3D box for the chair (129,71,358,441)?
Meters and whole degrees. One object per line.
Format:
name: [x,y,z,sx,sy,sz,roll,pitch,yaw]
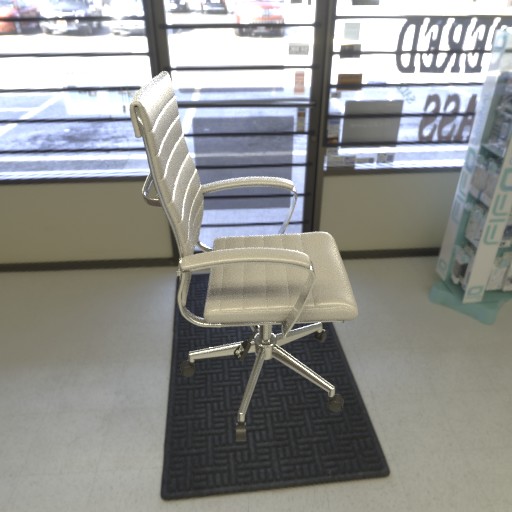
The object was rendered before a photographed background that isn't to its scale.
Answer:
chair: [0.000,0.000,1.558,0.667,1.149,0.679,0,32,-1]
